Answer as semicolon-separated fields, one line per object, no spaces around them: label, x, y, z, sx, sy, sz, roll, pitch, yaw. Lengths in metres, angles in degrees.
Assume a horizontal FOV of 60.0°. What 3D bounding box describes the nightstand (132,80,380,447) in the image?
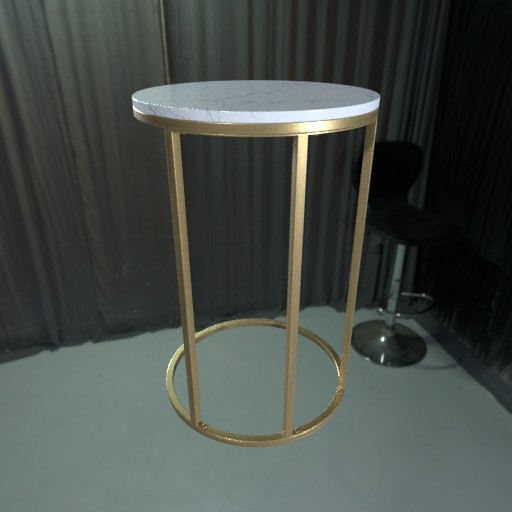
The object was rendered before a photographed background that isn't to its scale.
nightstand;0.000;0.000;0.874;0.400;0.610;0.400;-8;28;-16
